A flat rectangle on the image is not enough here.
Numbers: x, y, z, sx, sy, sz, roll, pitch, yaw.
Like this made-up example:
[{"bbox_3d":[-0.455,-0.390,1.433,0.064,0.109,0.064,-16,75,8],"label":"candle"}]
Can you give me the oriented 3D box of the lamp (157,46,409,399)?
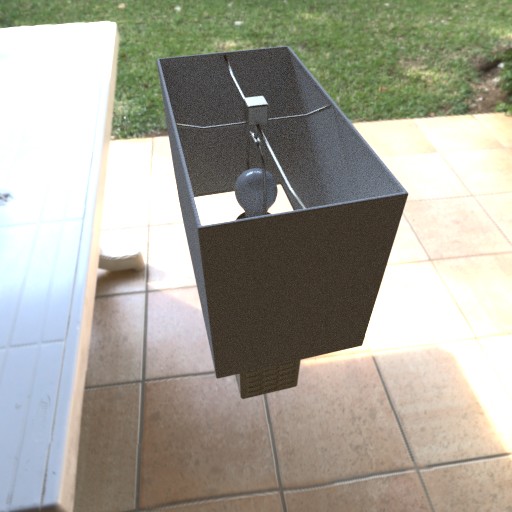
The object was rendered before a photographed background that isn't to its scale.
[{"bbox_3d":[0.000,0.000,0.701,0.200,0.515,0.380,-10,46,-10],"label":"lamp"}]
